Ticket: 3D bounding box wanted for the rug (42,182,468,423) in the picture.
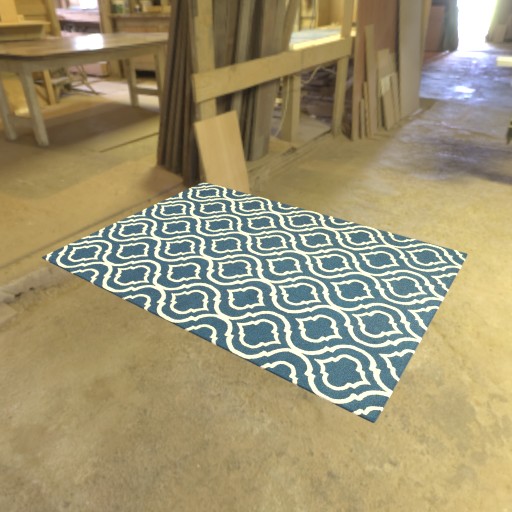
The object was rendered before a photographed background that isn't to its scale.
[{"bbox_3d":[0.000,0.000,2.722,2.134,0.010,1.524,19,36,29],"label":"rug"}]
